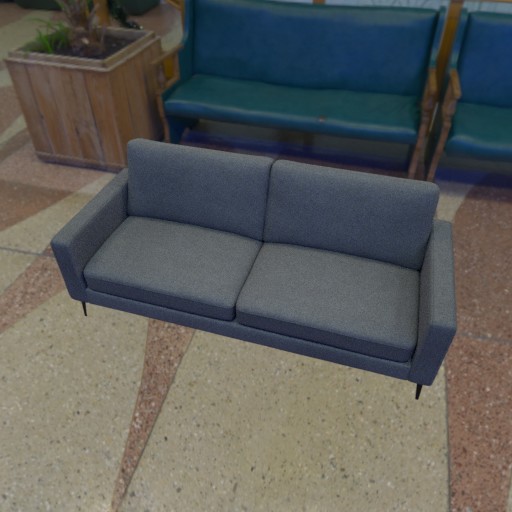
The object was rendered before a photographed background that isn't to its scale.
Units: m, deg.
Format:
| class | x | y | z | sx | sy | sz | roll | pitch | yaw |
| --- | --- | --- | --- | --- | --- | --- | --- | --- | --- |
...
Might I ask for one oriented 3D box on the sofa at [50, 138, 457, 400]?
| class | x | y | z | sx | sy | sz | roll | pitch | yaw |
| --- | --- | --- | --- | --- | --- | --- | --- | --- | --- |
| sofa | 0.000 | 0.000 | 2.361 | 1.925 | 0.828 | 0.774 | 11 | 43 | 13 |
